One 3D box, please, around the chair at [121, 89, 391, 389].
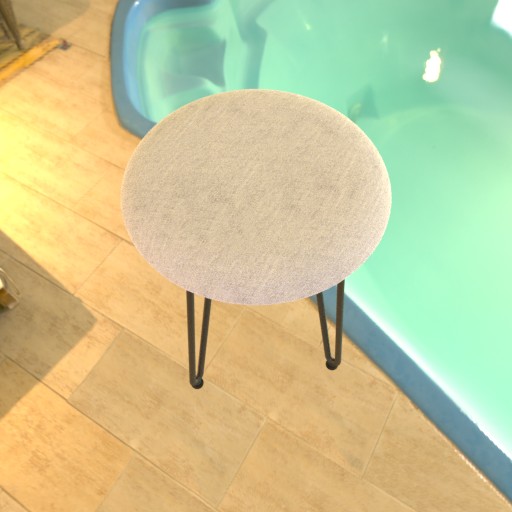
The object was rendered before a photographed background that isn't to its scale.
[{"bbox_3d":[0.000,0.000,0.647,0.350,0.386,0.350,33,64,19],"label":"chair"}]
